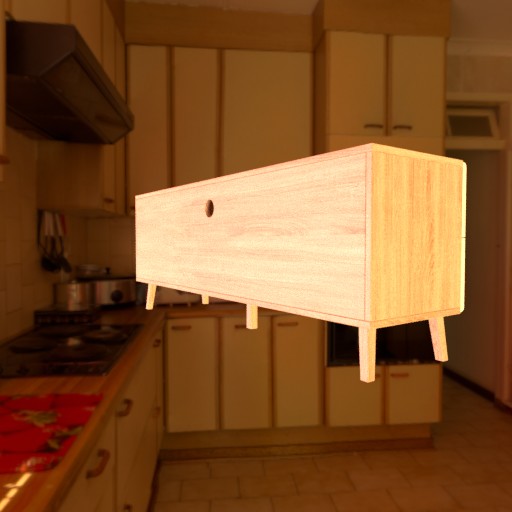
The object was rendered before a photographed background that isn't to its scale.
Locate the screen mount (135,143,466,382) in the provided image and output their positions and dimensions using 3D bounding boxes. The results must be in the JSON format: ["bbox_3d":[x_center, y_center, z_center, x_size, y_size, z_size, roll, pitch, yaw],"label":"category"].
[{"bbox_3d":[0.000,0.000,1.752,0.420,0.570,1.500,-1,3,-36],"label":"screen mount"}]
